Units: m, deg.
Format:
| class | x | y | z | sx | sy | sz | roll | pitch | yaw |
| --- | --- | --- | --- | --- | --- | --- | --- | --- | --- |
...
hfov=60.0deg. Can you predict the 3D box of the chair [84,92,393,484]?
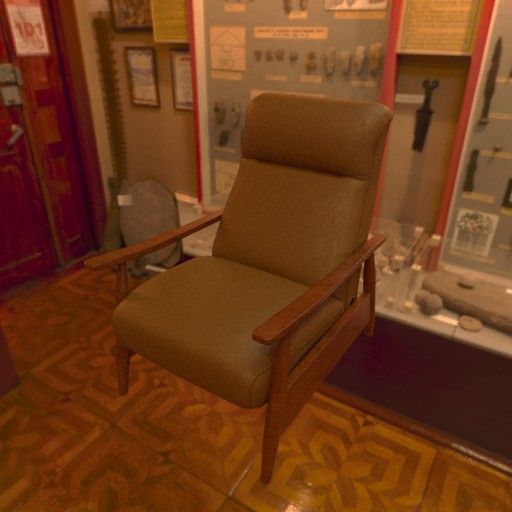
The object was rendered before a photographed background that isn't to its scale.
| class | x | y | z | sx | sy | sz | roll | pitch | yaw |
| --- | --- | --- | --- | --- | --- | --- | --- | --- | --- |
| chair | 0.000 | 0.000 | 1.745 | 0.762 | 1.082 | 1.014 | 18 | 33 | 29 |
